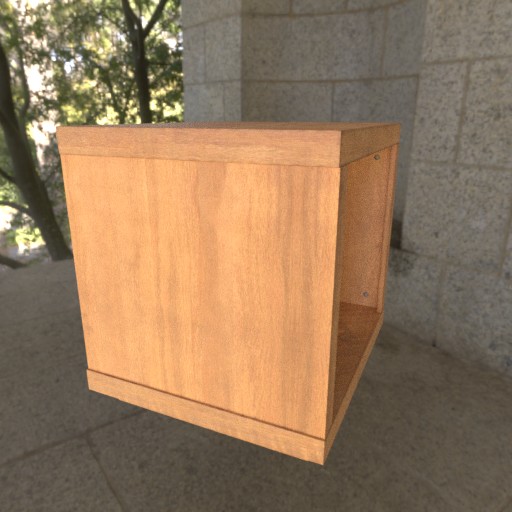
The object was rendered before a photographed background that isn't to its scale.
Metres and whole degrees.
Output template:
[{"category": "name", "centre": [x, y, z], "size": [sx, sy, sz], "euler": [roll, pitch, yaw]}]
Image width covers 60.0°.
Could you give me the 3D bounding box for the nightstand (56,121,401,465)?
[{"category": "nightstand", "centre": [0.000, 0.000, 0.860], "size": [0.436, 0.491, 0.493], "euler": [8, 19, 23]}]
